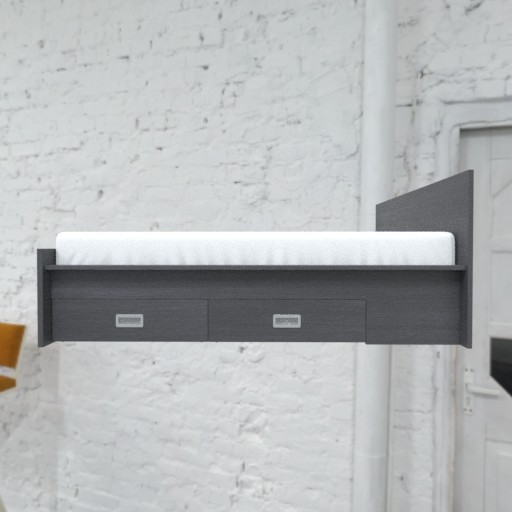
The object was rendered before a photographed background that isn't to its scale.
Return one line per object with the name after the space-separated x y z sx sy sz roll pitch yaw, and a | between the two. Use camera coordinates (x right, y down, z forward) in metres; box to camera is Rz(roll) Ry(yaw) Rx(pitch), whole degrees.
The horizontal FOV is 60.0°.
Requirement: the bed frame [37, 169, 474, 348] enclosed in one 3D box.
0.000 0.000 2.803 1.960 0.800 1.622 0 1 1 | bed frame
